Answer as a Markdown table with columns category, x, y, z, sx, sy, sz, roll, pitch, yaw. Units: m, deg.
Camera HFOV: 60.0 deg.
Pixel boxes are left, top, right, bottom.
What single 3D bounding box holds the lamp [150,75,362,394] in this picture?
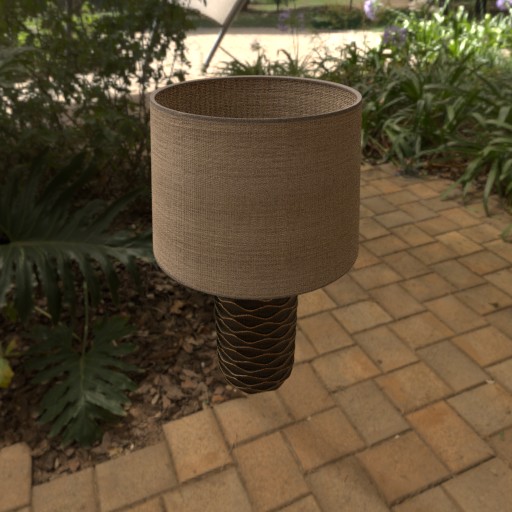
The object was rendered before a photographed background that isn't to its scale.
| category | x | y | z | sx | sy | sz | roll | pitch | yaw |
| --- | --- | --- | --- | --- | --- | --- | --- | --- | --- |
| lamp | 0.000 | 0.000 | 0.845 | 0.376 | 0.594 | 0.376 | 0 | 31 | 0 |
